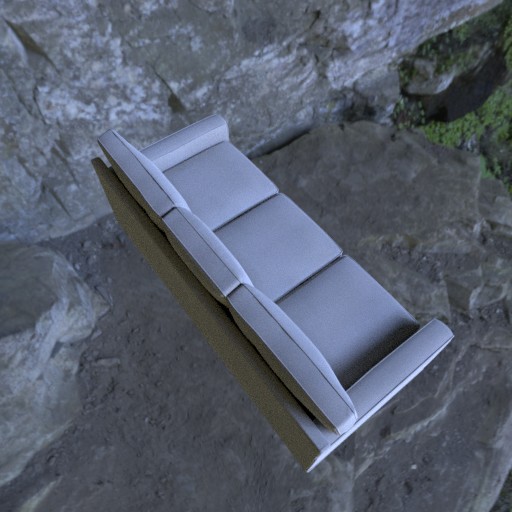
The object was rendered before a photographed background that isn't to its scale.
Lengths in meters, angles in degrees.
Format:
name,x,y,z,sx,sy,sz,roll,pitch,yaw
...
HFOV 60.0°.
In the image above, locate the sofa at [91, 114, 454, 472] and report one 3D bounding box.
name,x,y,z,sx,sy,sz,roll,pitch,yaw
sofa,0.000,0.000,2.600,0.935,0.862,2.088,-33,63,-19
